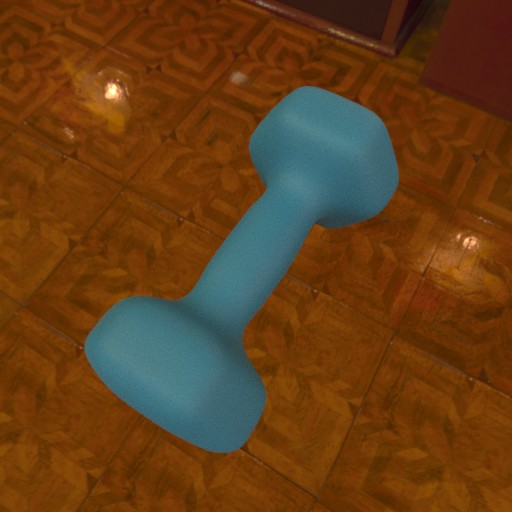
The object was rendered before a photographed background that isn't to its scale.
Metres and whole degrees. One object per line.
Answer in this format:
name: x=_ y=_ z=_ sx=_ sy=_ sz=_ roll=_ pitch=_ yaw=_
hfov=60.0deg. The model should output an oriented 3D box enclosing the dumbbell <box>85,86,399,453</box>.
dumbbell: x=0.000 y=0.000 z=0.188 sx=0.074 sy=0.066 sz=0.152 roll=30 pitch=68 yaw=14
